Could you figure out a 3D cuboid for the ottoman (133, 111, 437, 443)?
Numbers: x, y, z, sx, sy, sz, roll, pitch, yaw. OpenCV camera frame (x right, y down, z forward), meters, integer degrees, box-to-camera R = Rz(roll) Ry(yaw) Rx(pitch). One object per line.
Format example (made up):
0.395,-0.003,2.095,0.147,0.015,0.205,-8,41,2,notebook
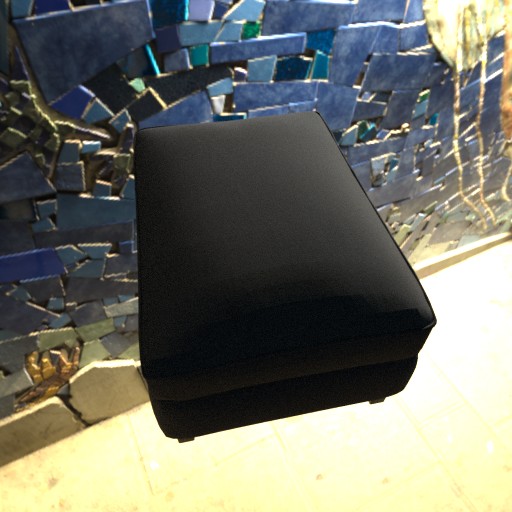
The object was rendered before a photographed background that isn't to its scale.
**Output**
0.000,0.000,0.983,0.508,0.406,0.686,-8,48,-8,ottoman
